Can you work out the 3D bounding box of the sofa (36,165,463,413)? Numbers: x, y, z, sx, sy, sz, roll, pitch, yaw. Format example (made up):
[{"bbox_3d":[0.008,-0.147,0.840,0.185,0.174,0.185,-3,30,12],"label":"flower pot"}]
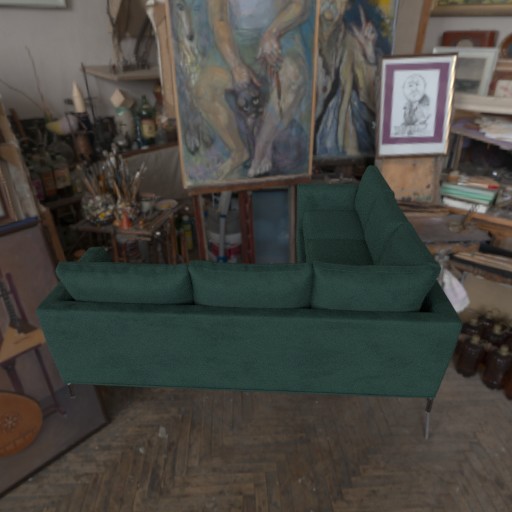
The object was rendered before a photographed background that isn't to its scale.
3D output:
[{"bbox_3d":[0.000,0.000,3.714,2.452,1.004,2.468,1,27,3],"label":"sofa"}]
